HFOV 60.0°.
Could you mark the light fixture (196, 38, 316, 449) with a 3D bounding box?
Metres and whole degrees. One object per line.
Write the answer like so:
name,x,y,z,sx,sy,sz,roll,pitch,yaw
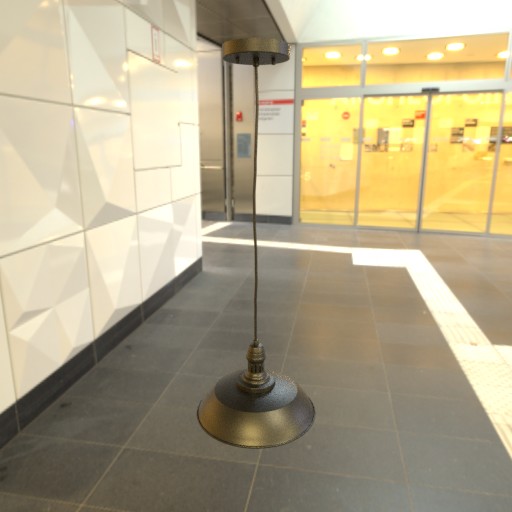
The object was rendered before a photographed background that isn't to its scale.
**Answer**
light fixture,0.000,0.000,1.136,0.331,0.993,0.331,-2,14,-9
